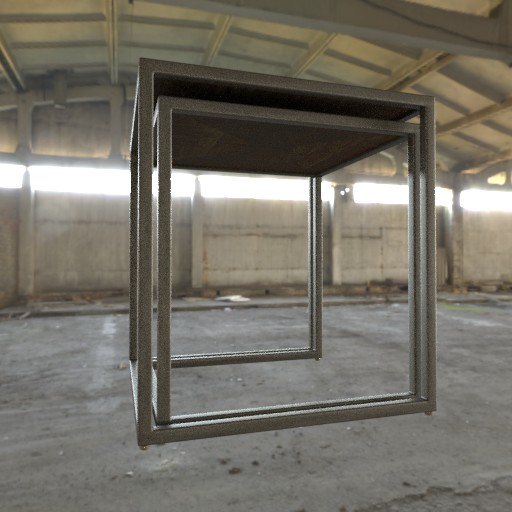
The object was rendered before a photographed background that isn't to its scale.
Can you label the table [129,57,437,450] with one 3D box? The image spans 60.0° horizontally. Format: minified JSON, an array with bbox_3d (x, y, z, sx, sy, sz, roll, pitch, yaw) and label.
[{"bbox_3d":[0.000,0.000,0.837,0.449,0.500,0.450,0,-1,-17],"label":"table"}]
